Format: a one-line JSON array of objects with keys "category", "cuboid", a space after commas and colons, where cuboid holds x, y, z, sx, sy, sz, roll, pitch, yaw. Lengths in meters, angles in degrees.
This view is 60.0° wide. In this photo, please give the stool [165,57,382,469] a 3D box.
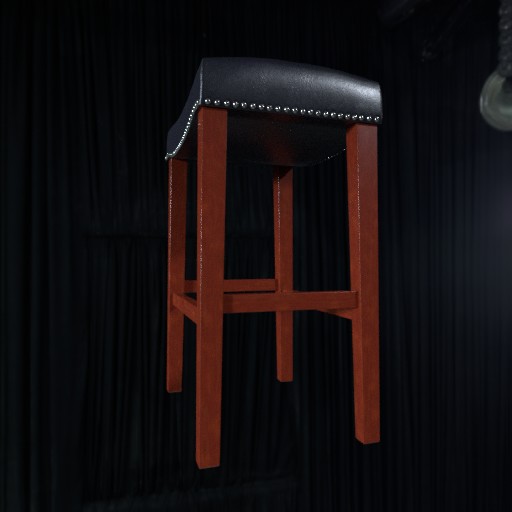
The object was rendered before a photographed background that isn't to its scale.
[{"category": "stool", "cuboid": [0.000, 0.000, 1.053, 0.372, 0.742, 0.504, 0, 0, -18]}]
